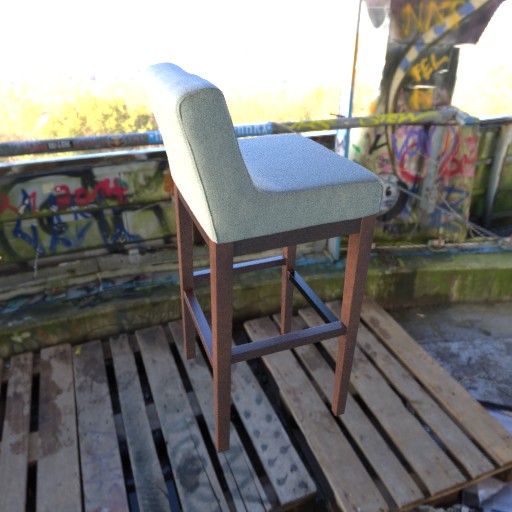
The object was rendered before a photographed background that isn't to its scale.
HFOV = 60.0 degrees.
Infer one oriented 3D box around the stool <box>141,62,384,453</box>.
[{"bbox_3d":[0.000,0.000,1.318,0.500,1.037,0.511,-10,30,-18],"label":"stool"}]
